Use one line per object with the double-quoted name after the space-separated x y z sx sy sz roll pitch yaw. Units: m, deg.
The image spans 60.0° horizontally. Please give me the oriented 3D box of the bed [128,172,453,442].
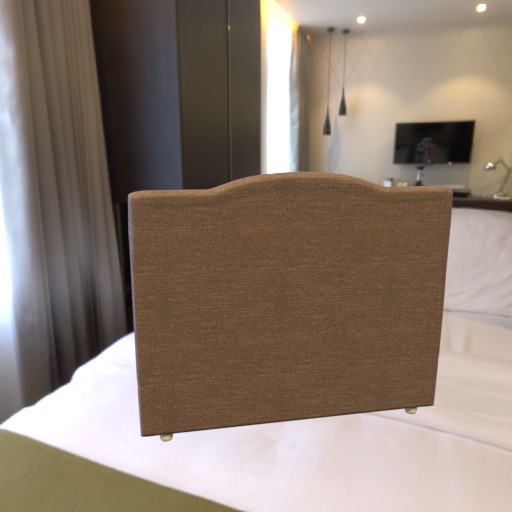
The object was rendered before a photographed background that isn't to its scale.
0.000 0.000 3.539 1.741 1.441 2.507 -2 14 -10 "bed"
